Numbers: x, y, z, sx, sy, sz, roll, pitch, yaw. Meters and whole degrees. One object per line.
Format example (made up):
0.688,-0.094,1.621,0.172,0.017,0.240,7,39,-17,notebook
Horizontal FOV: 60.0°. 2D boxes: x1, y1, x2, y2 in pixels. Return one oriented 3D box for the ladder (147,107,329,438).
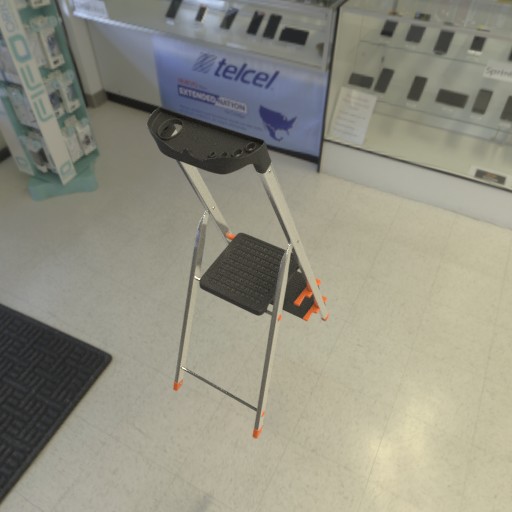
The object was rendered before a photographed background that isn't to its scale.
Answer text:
0.000,0.000,1.558,0.416,1.229,0.686,23,51,21,ladder
